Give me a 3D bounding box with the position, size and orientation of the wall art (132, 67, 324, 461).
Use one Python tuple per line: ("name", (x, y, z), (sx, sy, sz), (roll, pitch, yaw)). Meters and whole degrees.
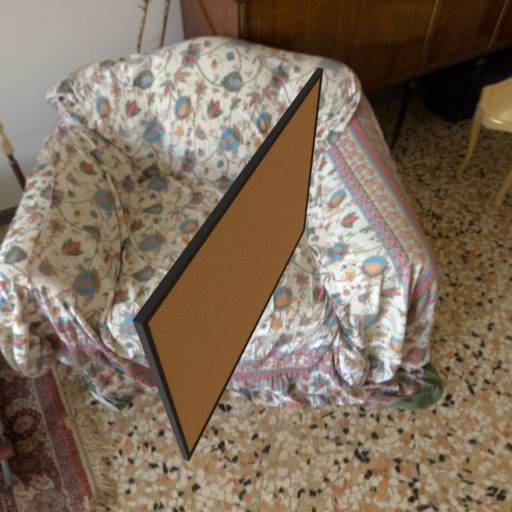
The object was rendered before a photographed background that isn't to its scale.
("wall art", (0.000, 0.000, 0.861), (0.013, 0.458, 0.664), (18, 50, 15))
